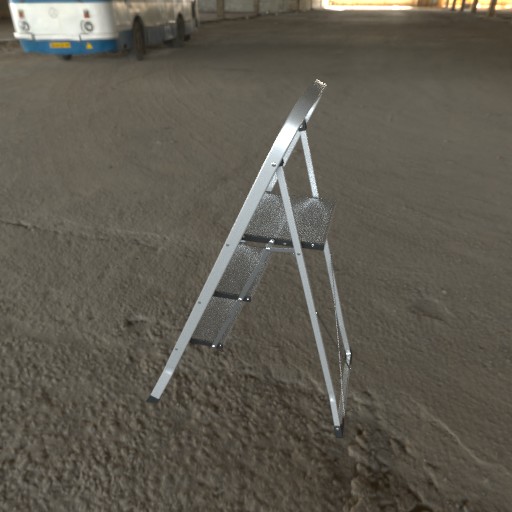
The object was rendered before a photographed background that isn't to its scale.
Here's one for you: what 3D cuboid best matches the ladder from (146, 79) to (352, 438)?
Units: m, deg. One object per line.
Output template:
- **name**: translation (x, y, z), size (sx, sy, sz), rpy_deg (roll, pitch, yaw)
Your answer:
- **ladder**: translation (0.000, 0.000, 1.448), size (0.704, 1.070, 0.465), rpy_deg (8, 31, 13)
